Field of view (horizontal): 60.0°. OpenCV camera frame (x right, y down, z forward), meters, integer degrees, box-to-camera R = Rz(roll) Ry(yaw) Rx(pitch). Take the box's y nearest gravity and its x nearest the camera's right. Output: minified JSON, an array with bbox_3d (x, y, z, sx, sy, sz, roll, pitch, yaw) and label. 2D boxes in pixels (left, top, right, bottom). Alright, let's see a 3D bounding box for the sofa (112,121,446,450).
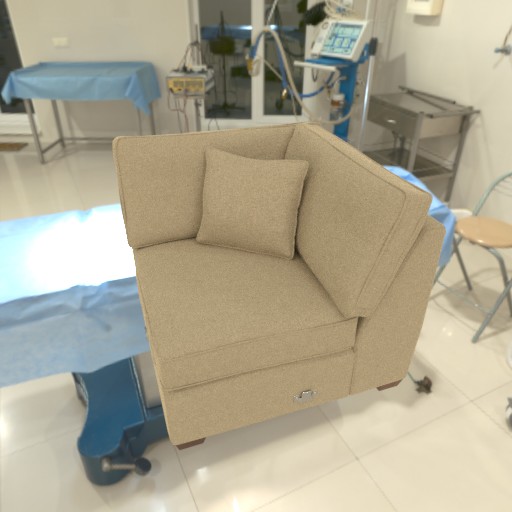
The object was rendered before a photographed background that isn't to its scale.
[{"bbox_3d":[0.000,0.000,2.012,1.084,1.002,1.146,-10,33,-16],"label":"sofa"}]
